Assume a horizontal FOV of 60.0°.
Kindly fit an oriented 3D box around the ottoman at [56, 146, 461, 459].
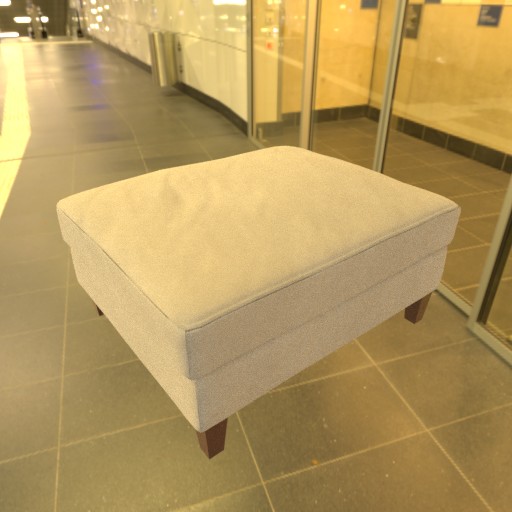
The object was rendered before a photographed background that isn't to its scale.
[{"bbox_3d":[0.000,0.000,1.470,1.002,0.492,0.836,-22,36,-32],"label":"ottoman"}]
